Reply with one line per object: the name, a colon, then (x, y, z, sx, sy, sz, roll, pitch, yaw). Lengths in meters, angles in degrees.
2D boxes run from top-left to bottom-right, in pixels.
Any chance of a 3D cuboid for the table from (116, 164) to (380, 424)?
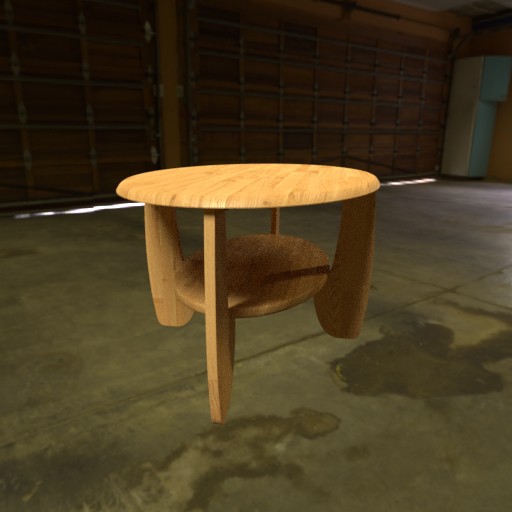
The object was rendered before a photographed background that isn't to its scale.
table: (0.000, 0.000, 1.342, 0.690, 0.490, 1.040, 3, 15, 9)
